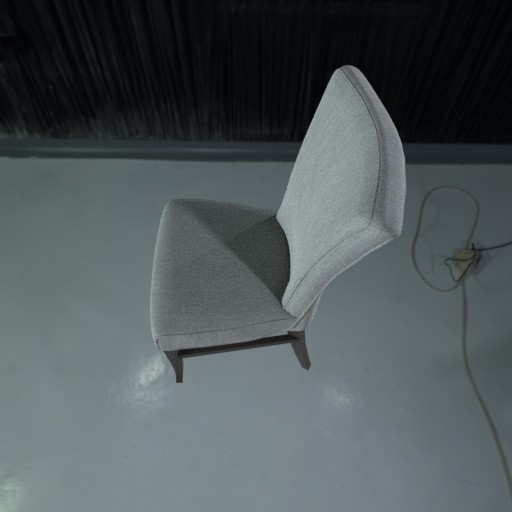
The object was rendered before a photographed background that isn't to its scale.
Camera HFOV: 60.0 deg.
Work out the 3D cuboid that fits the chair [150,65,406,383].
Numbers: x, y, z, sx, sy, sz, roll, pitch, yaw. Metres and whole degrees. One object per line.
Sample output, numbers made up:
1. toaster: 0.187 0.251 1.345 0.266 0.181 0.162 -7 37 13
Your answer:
1. chair: 0.000 0.000 1.381 0.660 0.991 0.520 -1 58 -1
